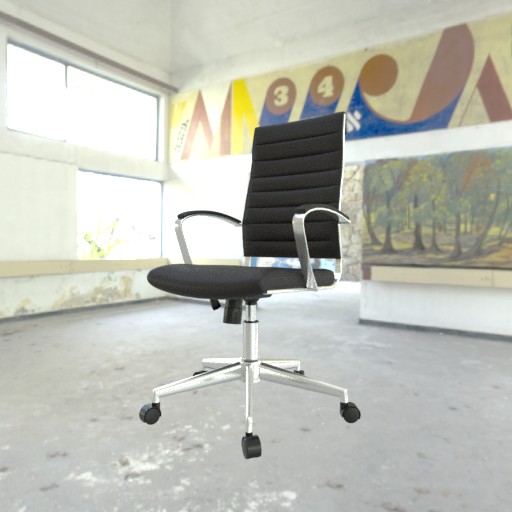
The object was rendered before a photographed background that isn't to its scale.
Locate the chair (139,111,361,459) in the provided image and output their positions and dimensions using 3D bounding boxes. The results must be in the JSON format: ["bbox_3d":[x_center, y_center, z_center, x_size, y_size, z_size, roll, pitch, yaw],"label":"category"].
[{"bbox_3d":[0.000,0.000,1.667,0.766,1.149,0.739,1,2,35],"label":"chair"}]
